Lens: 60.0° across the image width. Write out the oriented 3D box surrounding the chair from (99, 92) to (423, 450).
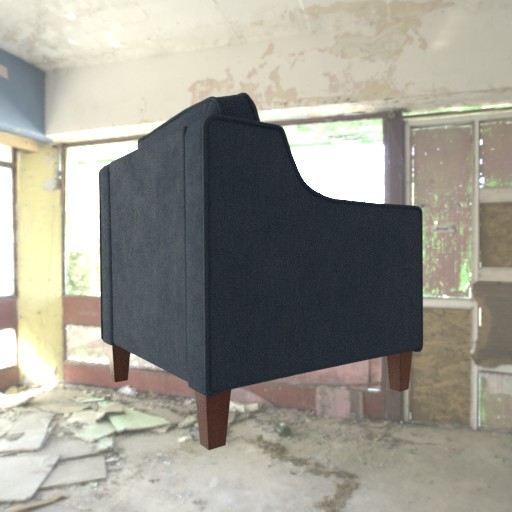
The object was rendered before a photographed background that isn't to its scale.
[{"bbox_3d":[0.000,0.000,1.654,0.909,0.960,0.831,-1,1,-36],"label":"chair"}]
